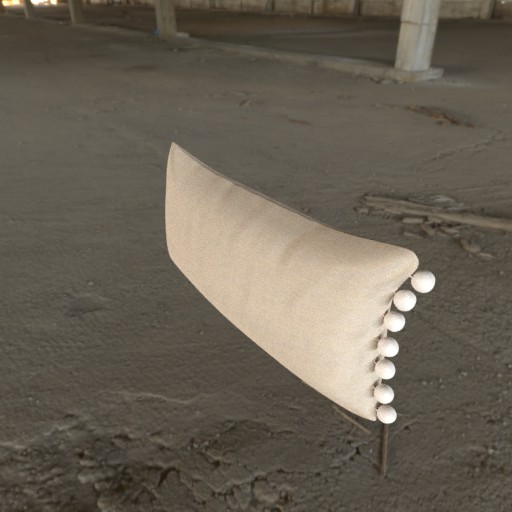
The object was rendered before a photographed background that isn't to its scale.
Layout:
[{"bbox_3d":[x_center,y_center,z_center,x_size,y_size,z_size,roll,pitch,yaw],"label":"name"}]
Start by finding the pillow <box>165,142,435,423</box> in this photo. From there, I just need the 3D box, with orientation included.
[{"bbox_3d":[0.000,0.000,0.856,0.201,0.322,0.709,-21,37,-31],"label":"pillow"}]
